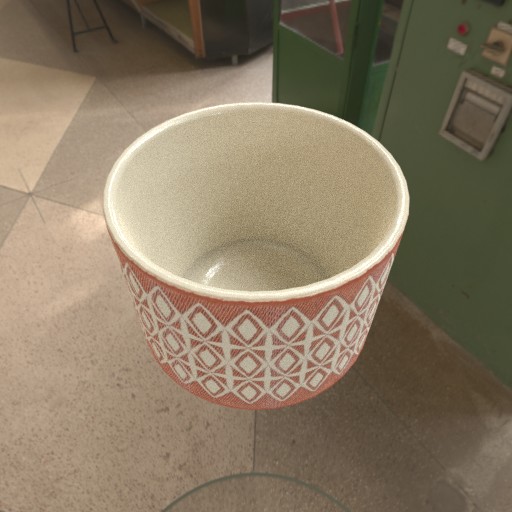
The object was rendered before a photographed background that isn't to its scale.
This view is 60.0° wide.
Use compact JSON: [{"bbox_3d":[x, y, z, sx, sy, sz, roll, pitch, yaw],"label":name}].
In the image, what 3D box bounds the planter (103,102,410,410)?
[{"bbox_3d":[0.000,0.000,0.338,0.192,0.148,0.192,0,48,0],"label":"planter"}]
